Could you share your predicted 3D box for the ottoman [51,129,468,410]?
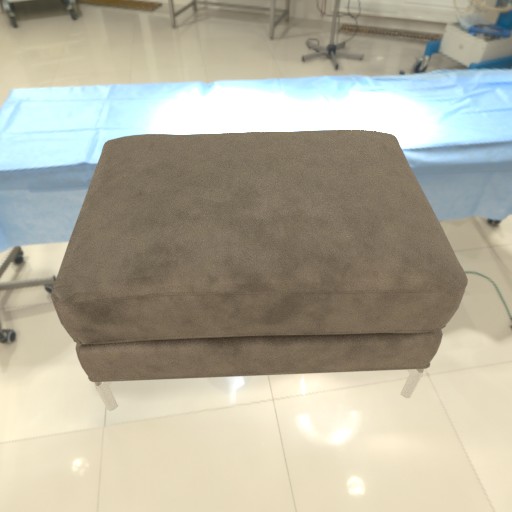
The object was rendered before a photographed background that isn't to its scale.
[{"bbox_3d":[0.000,0.000,1.029,0.719,0.456,0.520,-2,46,-2],"label":"ottoman"}]
